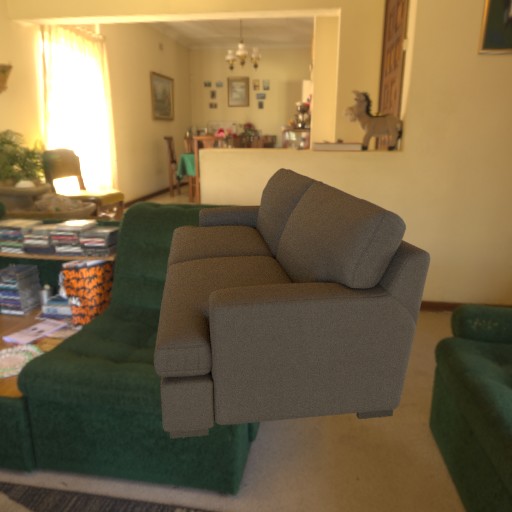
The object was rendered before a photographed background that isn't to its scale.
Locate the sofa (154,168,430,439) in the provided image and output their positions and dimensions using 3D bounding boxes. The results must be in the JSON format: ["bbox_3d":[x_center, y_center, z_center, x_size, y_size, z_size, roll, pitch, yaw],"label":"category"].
[{"bbox_3d":[0.000,0.000,2.835,1.140,0.950,2.271,-2,16,-8],"label":"sofa"}]
